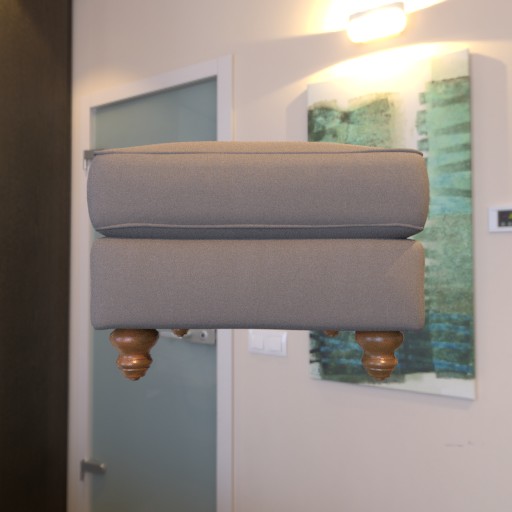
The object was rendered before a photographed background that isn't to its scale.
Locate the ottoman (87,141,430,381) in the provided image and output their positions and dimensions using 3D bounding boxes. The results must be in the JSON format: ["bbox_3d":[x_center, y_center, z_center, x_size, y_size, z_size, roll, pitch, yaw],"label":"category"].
[{"bbox_3d":[0.000,0.000,1.156,0.662,0.505,0.721,0,-1,0],"label":"ottoman"}]
